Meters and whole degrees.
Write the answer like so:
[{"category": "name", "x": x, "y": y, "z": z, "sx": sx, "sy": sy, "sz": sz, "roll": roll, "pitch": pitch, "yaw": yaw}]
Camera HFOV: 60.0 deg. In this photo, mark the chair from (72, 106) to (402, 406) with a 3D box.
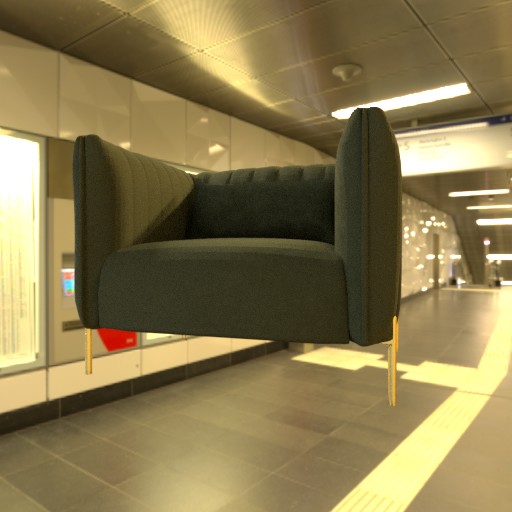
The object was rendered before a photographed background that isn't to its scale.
[{"category": "chair", "x": 0.000, "y": 0.000, "z": 1.648, "sx": 1.032, "sy": 0.794, "sz": 0.877, "roll": 0, "pitch": 0, "yaw": 18}]
